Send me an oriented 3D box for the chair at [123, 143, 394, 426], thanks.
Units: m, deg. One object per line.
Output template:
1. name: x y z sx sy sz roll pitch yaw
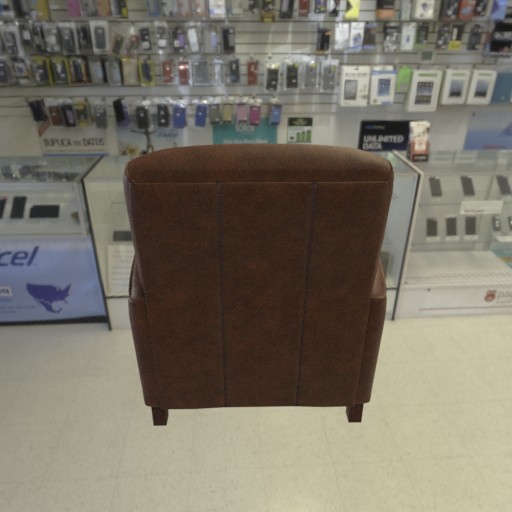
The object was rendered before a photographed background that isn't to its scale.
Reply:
1. chair: 0.000 0.000 1.640 0.839 1.010 0.850 -1 28 -1
